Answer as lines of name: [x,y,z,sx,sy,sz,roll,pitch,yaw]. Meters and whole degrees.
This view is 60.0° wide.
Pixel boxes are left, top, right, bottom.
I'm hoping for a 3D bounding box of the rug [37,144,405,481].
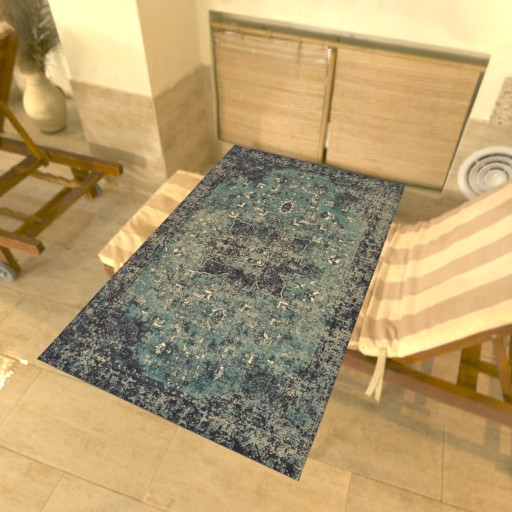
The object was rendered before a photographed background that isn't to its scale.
rug: [0.000,0.000,2.981,1.525,0.007,2.440,18,47,17]
